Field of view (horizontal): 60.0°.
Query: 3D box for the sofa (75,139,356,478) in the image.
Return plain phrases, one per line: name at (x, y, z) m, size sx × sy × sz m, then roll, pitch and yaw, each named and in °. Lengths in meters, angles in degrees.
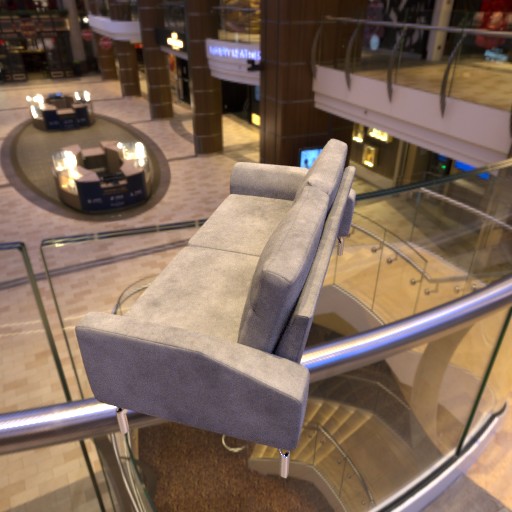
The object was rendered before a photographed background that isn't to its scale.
sofa at (0.000, 0.000, 2.306) m, size 0.849 × 0.859 × 1.837 m, roll 9°, pitch 32°, yaw 14°
